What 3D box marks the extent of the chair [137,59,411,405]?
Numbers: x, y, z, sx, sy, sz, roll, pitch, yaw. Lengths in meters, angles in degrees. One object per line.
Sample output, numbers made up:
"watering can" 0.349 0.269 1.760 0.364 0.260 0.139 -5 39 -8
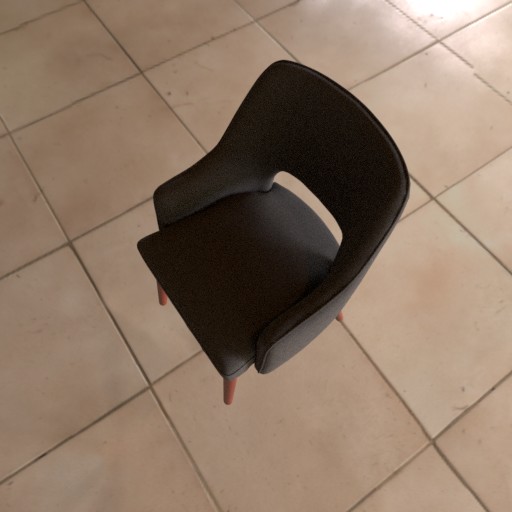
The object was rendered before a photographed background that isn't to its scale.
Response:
"chair" 0.000 0.000 1.235 0.560 0.838 0.559 -33 68 -15
